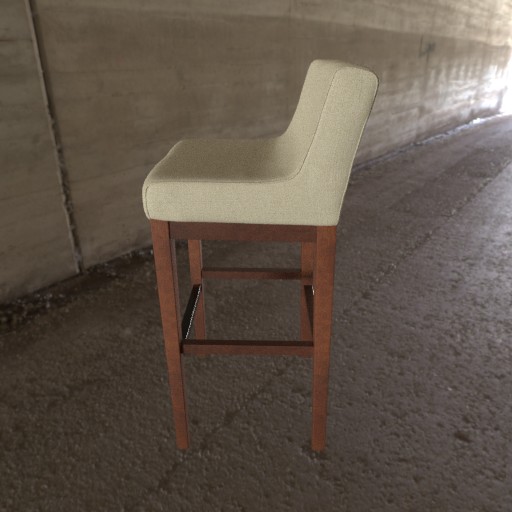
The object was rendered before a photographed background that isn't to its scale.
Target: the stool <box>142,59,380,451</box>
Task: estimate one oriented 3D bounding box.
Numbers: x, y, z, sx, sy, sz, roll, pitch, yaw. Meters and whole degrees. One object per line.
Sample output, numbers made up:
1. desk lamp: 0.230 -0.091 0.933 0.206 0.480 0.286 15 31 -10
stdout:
1. stool: 0.000 0.000 1.282 0.500 1.037 0.511 0 25 1
